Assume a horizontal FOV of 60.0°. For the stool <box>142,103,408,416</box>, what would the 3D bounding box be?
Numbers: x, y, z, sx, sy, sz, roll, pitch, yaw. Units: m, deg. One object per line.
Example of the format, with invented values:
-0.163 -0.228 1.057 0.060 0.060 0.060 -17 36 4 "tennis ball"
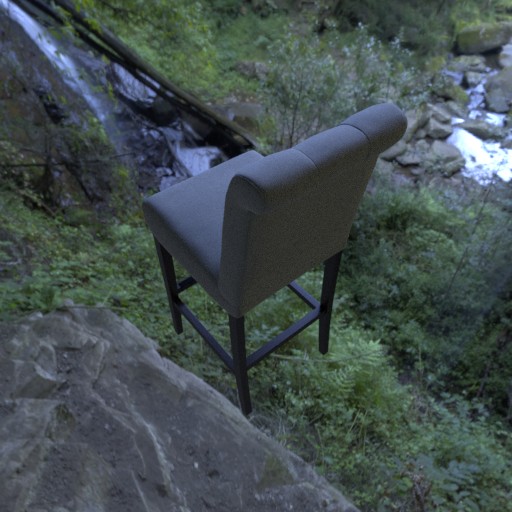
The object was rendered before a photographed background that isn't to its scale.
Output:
0.000 0.000 1.479 0.493 1.140 0.601 -31 54 -26 "stool"
